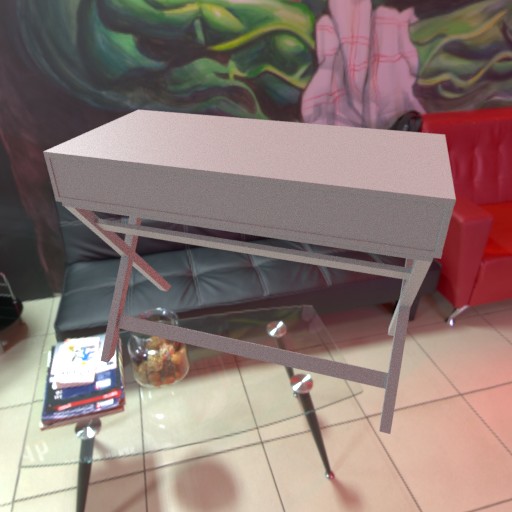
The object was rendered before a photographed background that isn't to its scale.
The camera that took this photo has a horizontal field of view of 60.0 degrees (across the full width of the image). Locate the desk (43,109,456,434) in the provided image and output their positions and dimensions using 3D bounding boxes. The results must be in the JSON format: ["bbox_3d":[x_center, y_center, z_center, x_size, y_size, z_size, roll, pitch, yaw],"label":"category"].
[{"bbox_3d":[0.000,0.000,1.494,1.057,0.780,0.525,9,33,15],"label":"desk"}]
